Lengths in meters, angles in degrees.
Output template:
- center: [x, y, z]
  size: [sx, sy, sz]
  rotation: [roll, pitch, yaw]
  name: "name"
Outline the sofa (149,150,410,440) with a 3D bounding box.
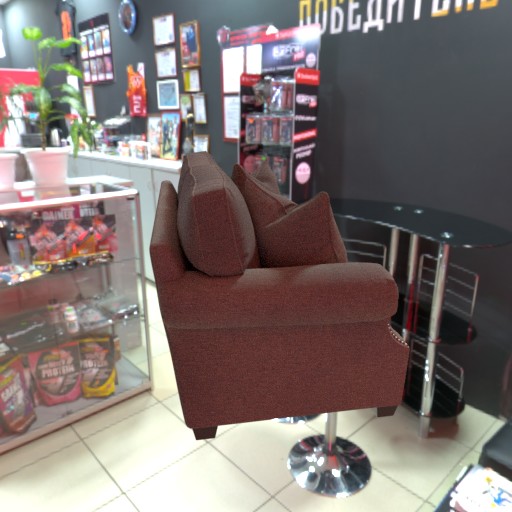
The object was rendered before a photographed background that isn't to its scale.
- center: [0.000, 0.000, 2.300]
  size: [0.966, 0.966, 1.701]
  rotation: [-3, 18, -10]
  name: "sofa"
